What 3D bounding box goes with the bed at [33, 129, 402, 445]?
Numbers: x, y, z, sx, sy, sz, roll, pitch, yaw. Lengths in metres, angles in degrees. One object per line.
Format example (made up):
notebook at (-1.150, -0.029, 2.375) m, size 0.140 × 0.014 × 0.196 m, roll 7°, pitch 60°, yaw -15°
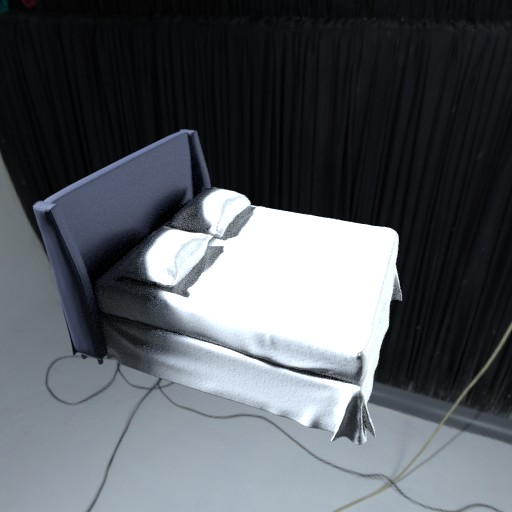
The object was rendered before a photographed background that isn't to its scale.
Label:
bed at (0.000, 0.000, 3.484) m, size 2.276 × 1.332 × 1.925 m, roll 12°, pitch 33°, yaw 19°
